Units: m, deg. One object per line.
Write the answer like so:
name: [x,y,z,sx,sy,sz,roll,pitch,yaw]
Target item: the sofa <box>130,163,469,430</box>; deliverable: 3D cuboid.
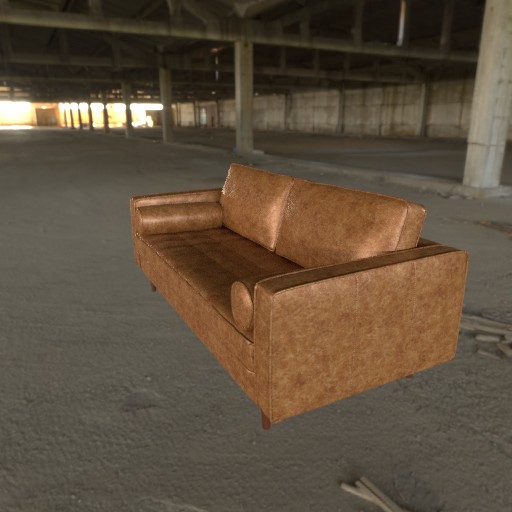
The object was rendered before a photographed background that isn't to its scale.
sofa: [0.000,0.000,2.384,0.924,0.825,1.920,-9,20,-26]
